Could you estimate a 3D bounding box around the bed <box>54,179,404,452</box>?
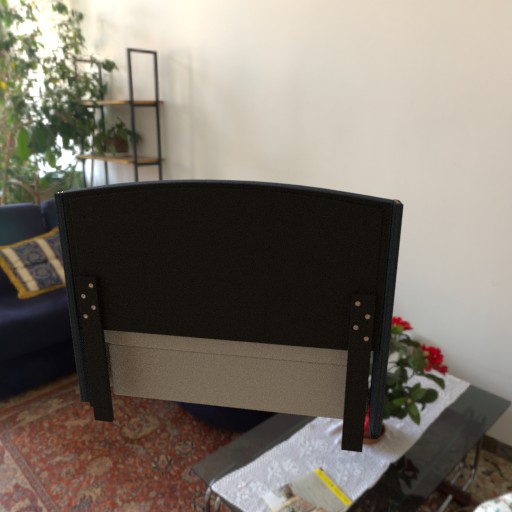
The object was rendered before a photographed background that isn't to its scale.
[{"bbox_3d":[0.000,0.000,3.312,1.710,1.407,2.237,3,18,9],"label":"bed"}]
